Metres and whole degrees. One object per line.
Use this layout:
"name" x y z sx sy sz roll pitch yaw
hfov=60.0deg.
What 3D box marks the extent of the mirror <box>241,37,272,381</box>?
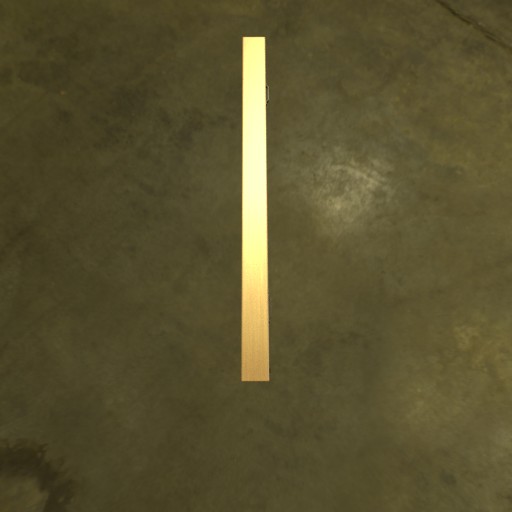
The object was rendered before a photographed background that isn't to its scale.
"mirror" 0.000 0.000 0.957 0.039 0.710 0.507 0 75 0
